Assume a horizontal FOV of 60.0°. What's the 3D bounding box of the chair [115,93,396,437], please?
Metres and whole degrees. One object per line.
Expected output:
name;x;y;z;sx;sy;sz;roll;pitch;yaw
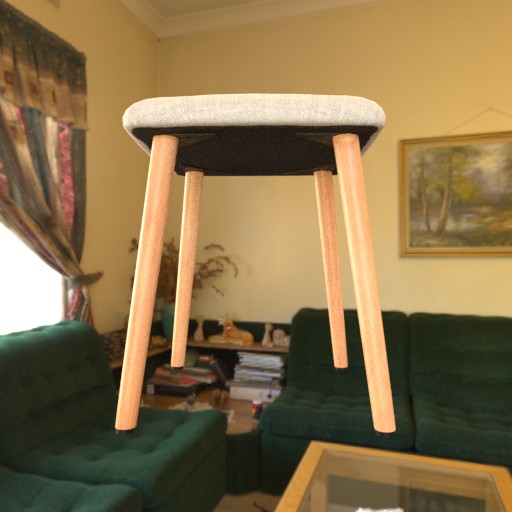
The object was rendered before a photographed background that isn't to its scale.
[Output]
chair;0.000;0.000;0.710;0.350;0.440;0.350;0;0;1
